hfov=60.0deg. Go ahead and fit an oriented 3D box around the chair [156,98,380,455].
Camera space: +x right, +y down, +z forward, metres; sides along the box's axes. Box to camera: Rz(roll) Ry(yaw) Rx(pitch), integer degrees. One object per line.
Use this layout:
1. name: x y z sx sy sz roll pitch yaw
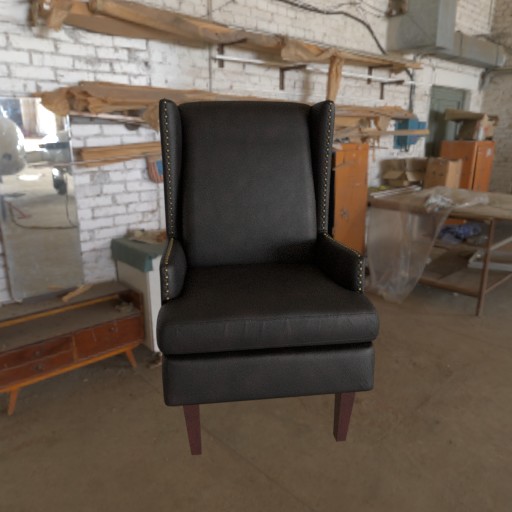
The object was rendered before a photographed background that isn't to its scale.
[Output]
1. chair: 0.000 0.000 1.664 0.703 1.142 0.799 -2 16 -7
